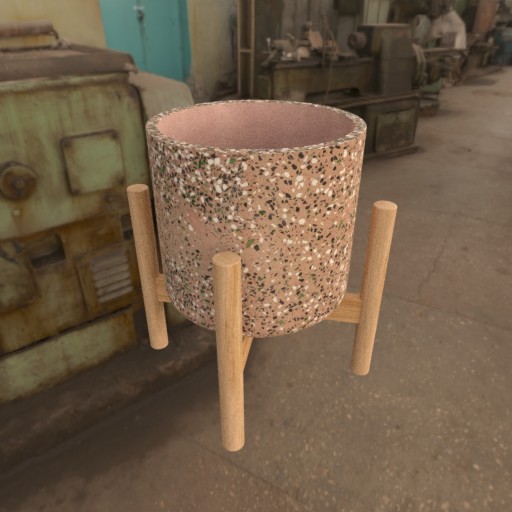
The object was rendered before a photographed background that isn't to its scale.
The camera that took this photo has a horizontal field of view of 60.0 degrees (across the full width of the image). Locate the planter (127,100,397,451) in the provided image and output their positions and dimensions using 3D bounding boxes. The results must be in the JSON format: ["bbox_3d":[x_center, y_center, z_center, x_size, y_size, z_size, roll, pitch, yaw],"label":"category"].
[{"bbox_3d":[0.000,0.000,0.535,0.284,0.320,0.284,18,35,28],"label":"planter"}]
